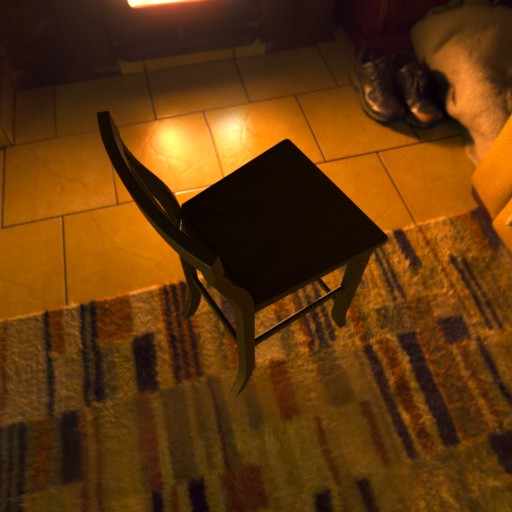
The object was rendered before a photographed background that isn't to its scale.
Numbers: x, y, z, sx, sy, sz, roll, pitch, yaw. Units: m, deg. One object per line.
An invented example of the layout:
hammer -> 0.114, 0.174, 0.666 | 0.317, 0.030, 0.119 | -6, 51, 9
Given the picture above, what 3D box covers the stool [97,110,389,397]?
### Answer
stool -> 0.000, 0.000, 1.301 | 0.559, 0.989, 0.452 | -31, 64, -17
